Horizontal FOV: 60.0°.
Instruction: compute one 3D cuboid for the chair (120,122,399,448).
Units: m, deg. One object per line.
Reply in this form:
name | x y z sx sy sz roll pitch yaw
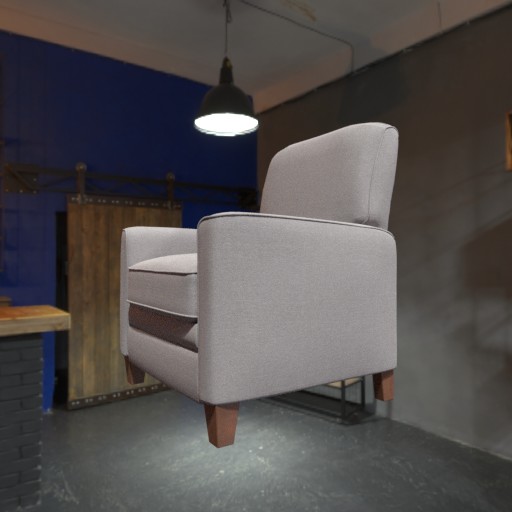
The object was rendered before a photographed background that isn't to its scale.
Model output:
chair | 0.000 0.000 1.701 0.859 1.023 0.845 0 0 -34
